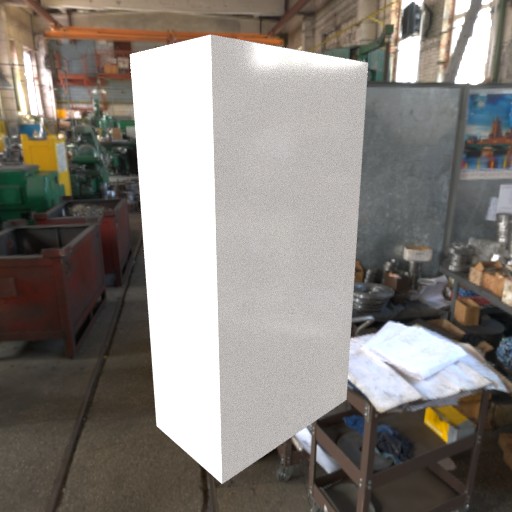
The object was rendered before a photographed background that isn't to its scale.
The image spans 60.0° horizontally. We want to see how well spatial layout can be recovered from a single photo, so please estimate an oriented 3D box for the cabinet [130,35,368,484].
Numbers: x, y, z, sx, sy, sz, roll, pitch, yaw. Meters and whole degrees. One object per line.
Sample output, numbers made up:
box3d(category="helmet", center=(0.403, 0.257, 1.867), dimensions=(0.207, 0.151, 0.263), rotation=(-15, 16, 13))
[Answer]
box3d(category="cabinet", center=(0.000, 0.000, 2.337), dimensions=(0.980, 1.920, 0.580), rotation=(-15, 21, -41))
